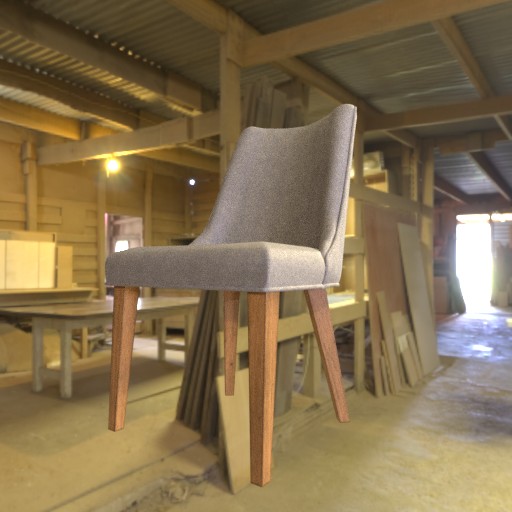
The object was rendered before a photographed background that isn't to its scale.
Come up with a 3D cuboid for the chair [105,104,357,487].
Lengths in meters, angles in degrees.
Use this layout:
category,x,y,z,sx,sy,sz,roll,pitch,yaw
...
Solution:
category,x,y,z,sx,sy,sz,roll,pitch,yaw
chair,0.000,0.000,1.268,0.548,0.916,0.636,-1,-2,37
